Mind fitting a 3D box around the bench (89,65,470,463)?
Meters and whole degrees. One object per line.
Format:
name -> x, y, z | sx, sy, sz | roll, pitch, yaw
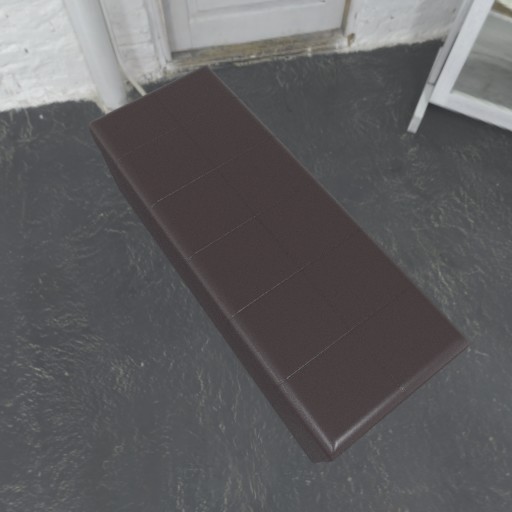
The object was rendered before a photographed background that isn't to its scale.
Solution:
bench -> 0.000, 0.000, 1.321 | 0.429, 0.457, 1.092 | -33, 68, -15
